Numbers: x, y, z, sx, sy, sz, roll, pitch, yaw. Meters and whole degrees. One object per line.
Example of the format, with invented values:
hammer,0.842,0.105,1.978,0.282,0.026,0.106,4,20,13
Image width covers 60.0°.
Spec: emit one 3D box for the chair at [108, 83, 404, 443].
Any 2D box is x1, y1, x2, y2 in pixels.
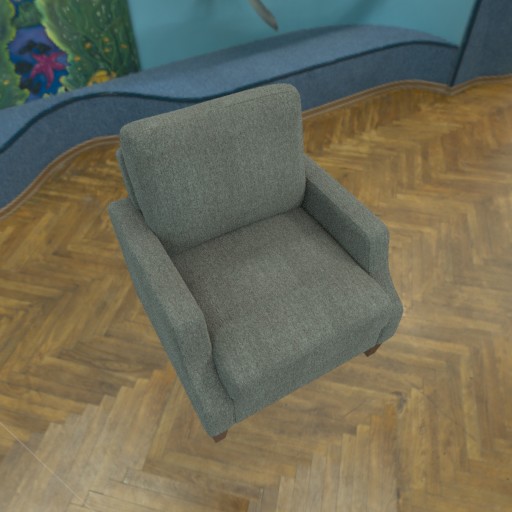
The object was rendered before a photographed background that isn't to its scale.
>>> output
chair,0.000,0.000,1.686,0.855,0.993,0.897,-23,51,-20
